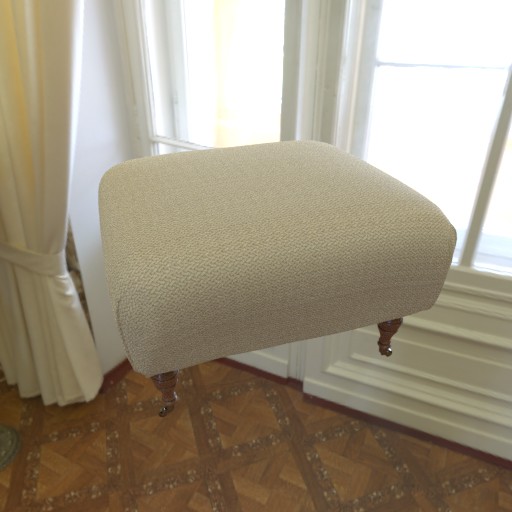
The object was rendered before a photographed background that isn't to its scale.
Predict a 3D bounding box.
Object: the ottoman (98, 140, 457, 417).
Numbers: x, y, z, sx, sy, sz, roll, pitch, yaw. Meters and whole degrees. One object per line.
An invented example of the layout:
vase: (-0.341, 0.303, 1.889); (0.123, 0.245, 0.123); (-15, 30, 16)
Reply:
ottoman: (0.000, 0.000, 1.076); (0.684, 0.447, 0.622); (-10, 31, -17)
